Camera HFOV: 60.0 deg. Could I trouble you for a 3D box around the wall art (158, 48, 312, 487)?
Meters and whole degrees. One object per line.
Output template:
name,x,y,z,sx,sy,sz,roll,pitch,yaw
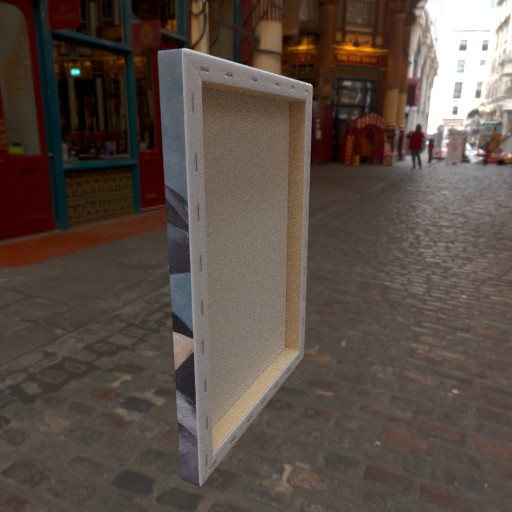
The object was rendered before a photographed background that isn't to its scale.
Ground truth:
wall art,0.000,0.000,0.793,0.037,0.613,0.455,7,17,25
